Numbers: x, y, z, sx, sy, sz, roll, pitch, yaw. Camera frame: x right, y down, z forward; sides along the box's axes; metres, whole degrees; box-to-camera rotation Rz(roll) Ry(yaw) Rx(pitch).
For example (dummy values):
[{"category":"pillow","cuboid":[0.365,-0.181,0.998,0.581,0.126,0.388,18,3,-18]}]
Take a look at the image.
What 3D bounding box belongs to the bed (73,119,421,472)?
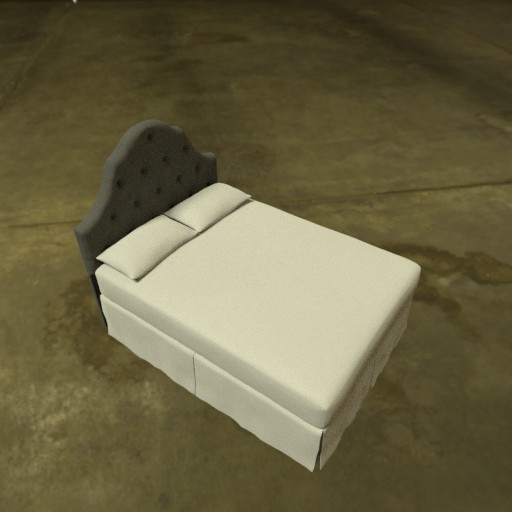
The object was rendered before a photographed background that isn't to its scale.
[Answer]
[{"category":"bed","cuboid":[0.000,0.000,3.335,2.155,1.575,1.636,24,45,27]}]
